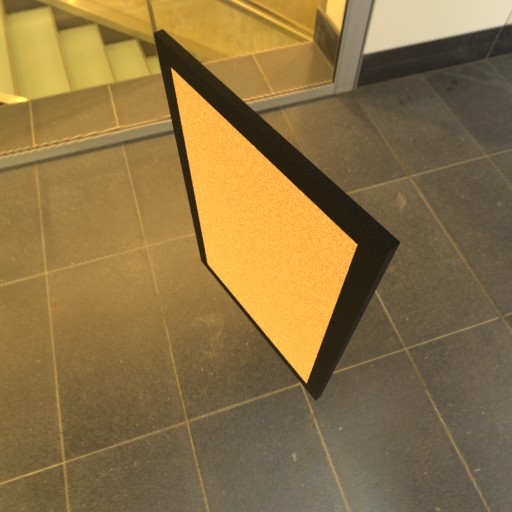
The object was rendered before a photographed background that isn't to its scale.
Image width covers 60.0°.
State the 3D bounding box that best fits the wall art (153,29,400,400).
[{"bbox_3d":[0.000,0.000,0.580,0.011,0.459,0.326,-33,65,-18],"label":"wall art"}]
